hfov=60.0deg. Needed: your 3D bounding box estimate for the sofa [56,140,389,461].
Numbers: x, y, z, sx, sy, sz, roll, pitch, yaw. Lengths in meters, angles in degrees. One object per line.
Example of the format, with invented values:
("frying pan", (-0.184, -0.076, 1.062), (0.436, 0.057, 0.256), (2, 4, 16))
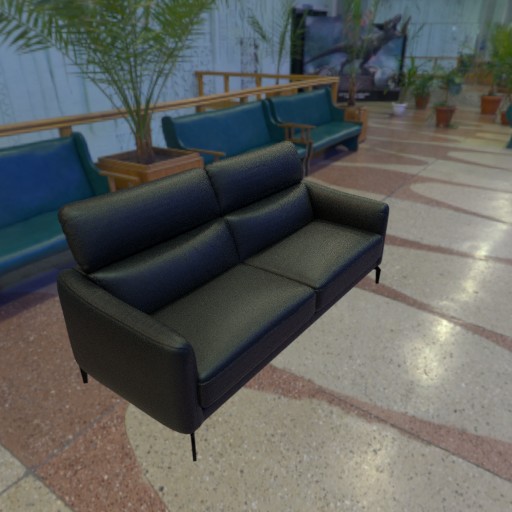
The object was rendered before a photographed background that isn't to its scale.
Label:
("sofa", (0.000, 0.000, 2.575), (0.856, 0.957, 2.069), (18, 31, 33))
